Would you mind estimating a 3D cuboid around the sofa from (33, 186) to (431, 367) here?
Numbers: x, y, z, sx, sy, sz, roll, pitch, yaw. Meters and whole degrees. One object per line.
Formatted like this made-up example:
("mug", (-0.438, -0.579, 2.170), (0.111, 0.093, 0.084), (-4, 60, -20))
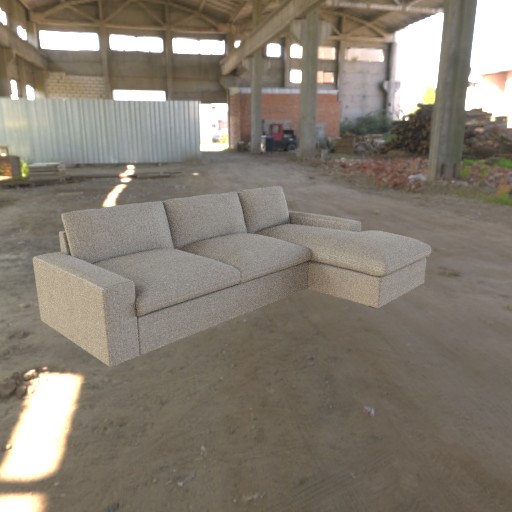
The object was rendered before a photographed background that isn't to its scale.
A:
("sofa", (0.000, 0.000, 3.477), (1.689, 0.813, 2.718), (14, 20, 42))
